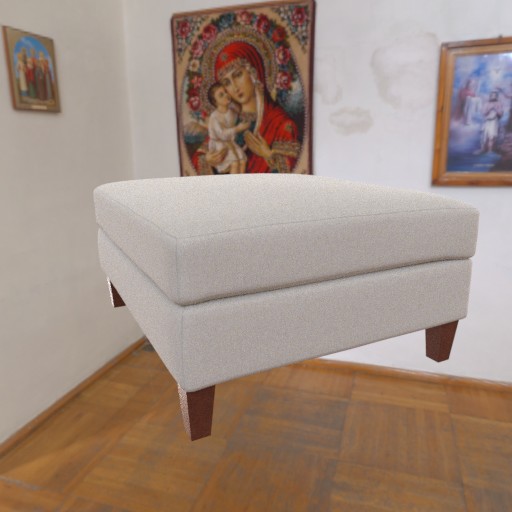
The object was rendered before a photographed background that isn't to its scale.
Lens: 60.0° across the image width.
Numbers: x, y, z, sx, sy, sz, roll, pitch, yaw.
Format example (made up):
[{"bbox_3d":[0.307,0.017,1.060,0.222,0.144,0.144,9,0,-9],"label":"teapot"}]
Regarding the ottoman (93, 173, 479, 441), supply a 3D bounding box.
[{"bbox_3d":[0.000,0.000,1.408,0.836,0.492,0.976,-8,16,-27],"label":"ottoman"}]
